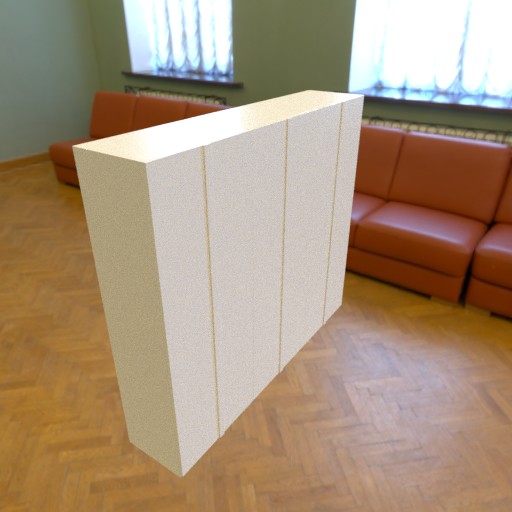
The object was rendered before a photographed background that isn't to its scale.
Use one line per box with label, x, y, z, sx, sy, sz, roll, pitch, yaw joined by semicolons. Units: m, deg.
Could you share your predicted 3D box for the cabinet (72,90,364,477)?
cabinet;0.000;0.000;3.824;0.590;2.370;2.700;18;33;30
